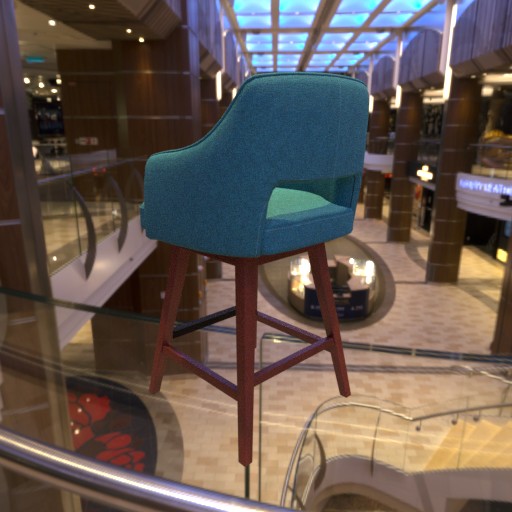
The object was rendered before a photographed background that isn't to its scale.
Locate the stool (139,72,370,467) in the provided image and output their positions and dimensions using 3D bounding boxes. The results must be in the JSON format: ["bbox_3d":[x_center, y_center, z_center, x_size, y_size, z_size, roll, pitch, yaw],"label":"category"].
[{"bbox_3d":[0.000,0.000,1.315,0.548,0.961,0.556,-15,22,-42],"label":"stool"}]
